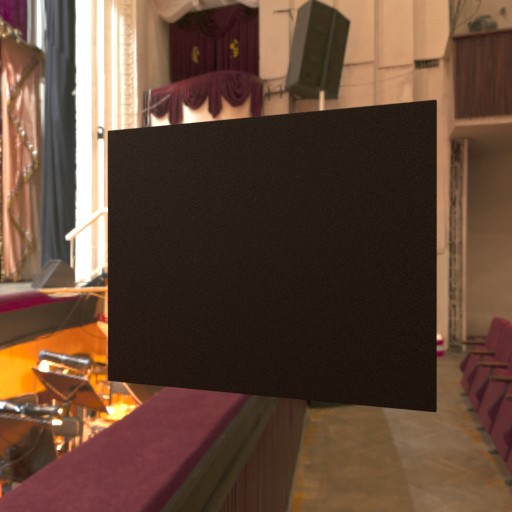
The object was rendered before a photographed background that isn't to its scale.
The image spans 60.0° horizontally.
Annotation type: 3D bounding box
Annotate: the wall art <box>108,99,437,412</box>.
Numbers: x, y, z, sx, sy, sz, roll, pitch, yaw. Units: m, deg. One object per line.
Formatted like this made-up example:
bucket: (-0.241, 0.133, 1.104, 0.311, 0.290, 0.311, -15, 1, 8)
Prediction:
wall art: (0.000, 0.000, 0.738, 0.558, 0.457, 0.031, 0, 0, 17)
